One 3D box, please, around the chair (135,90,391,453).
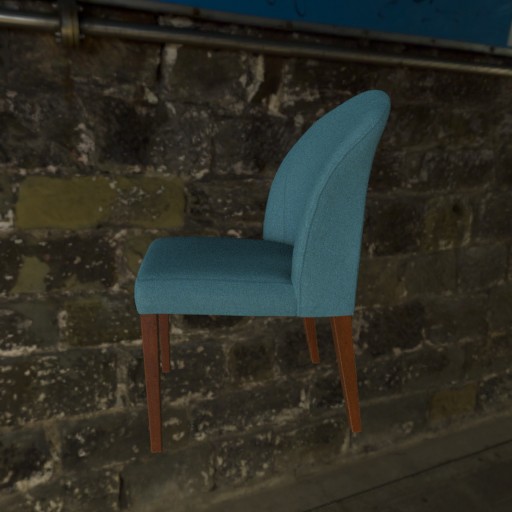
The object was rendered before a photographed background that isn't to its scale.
[{"bbox_3d":[0.000,0.000,1.240,0.620,0.879,0.507,-2,13,-8],"label":"chair"}]
